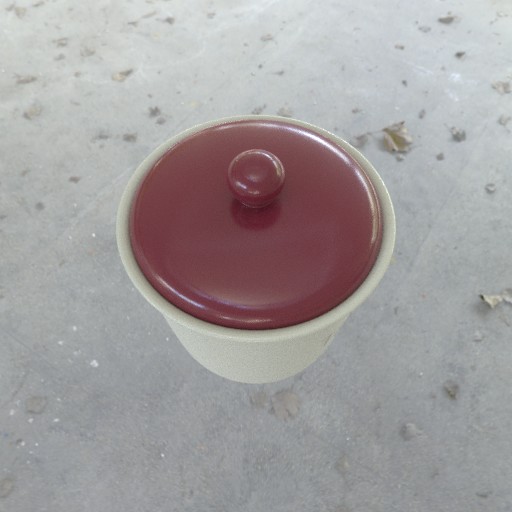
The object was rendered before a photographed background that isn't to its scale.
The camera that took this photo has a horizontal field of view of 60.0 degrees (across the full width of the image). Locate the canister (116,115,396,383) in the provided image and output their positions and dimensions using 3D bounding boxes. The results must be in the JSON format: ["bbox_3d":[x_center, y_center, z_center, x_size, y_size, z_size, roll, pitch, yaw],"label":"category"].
[{"bbox_3d":[0.000,0.000,0.341,0.182,0.208,0.182,0,59,0],"label":"canister"}]
